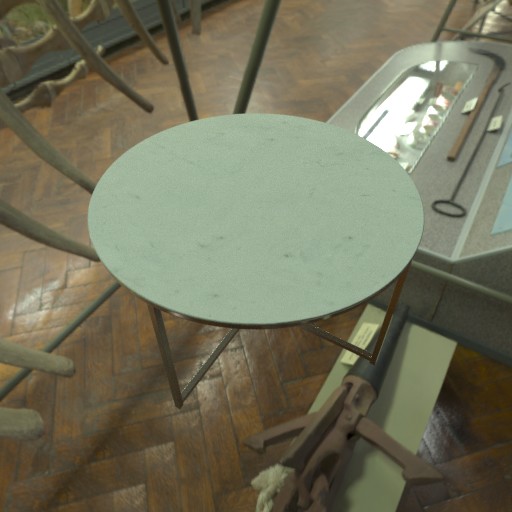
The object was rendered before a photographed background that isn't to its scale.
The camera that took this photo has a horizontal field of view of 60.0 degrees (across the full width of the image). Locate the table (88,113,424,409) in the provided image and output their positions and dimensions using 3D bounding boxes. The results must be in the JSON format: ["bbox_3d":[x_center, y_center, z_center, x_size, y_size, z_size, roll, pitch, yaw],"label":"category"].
[{"bbox_3d":[0.000,0.000,1.248,0.800,0.450,0.800,0,45,0],"label":"table"}]
